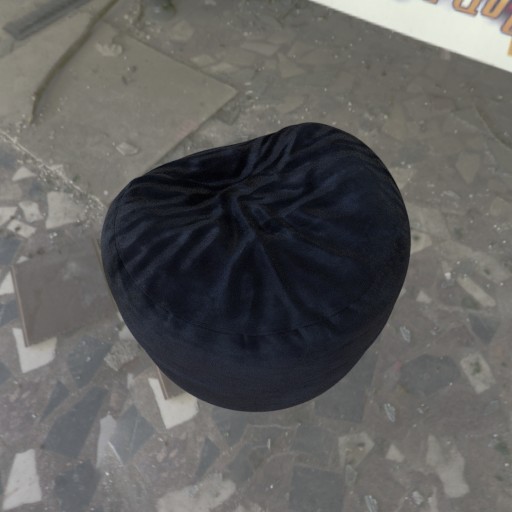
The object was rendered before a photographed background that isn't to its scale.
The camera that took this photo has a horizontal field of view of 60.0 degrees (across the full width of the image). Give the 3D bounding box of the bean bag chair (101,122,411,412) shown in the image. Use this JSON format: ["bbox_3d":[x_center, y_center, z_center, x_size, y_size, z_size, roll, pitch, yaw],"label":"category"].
[{"bbox_3d":[0.000,0.000,1.458,0.918,0.616,0.918,0,59,0],"label":"bean bag chair"}]
